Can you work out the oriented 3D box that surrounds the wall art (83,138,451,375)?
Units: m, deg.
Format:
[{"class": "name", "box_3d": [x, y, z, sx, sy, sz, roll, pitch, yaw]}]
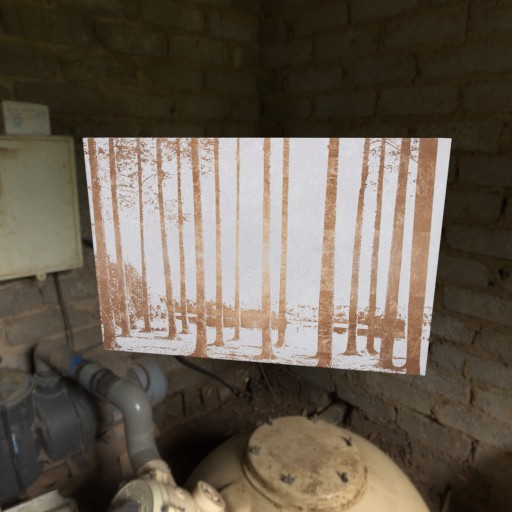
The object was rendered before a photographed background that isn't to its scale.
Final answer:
[{"class": "wall art", "box_3d": [0.000, 0.000, 1.185, 0.914, 0.609, 0.035, 2, 15, 9]}]
